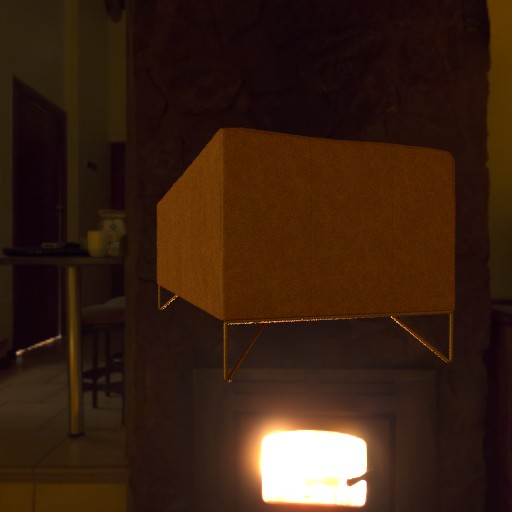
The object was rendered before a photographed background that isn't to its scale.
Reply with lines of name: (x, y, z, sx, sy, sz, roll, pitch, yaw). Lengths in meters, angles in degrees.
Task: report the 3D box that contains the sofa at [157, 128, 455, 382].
sofa: (0.000, 0.000, 2.478, 0.912, 0.798, 2.079, 0, 0, -18)
